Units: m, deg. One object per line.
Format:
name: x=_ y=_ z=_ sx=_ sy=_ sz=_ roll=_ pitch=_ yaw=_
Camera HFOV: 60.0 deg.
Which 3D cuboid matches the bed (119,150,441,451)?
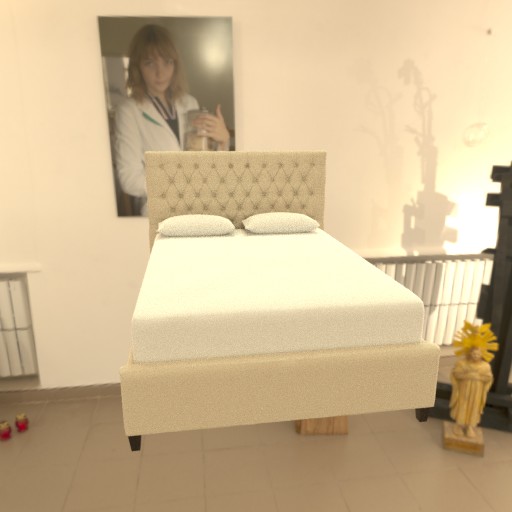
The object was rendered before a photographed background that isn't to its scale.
bed: x=0.000 y=0.000 z=3.236 sx=1.696 sy=1.426 sz=2.233 roll=-2 pitch=15 yaw=-8
